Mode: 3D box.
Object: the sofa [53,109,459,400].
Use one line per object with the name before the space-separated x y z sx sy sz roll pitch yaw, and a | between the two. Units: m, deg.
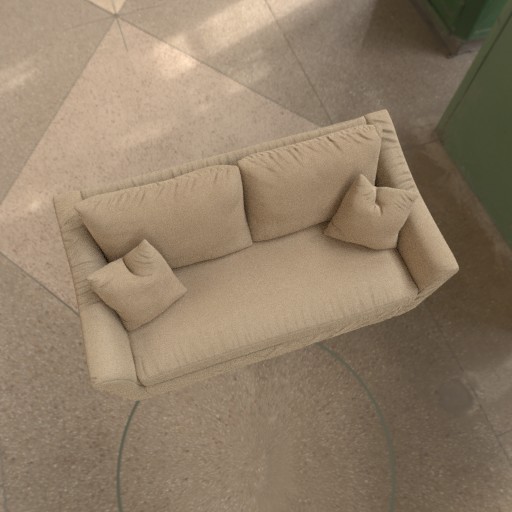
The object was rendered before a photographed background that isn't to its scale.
sofa | 0.000 0.000 2.639 2.010 1.018 1.072 -17 66 -7
